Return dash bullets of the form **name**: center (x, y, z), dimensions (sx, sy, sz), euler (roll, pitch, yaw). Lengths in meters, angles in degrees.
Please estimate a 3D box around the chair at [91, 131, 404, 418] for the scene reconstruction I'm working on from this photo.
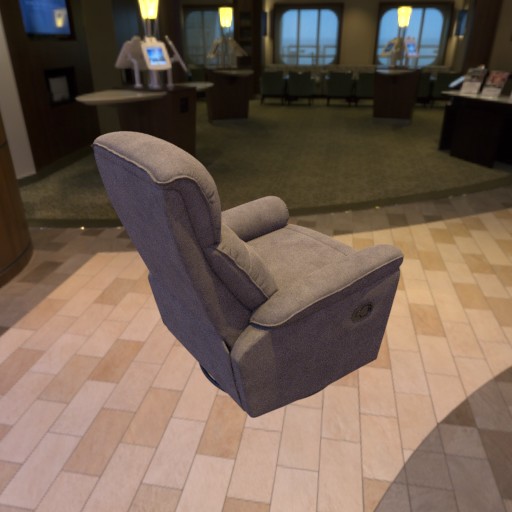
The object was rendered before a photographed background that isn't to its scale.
- **chair**: center (0.000, 0.000, 1.776), dimensions (1.009, 1.036, 0.830), euler (-18, 31, -32)
